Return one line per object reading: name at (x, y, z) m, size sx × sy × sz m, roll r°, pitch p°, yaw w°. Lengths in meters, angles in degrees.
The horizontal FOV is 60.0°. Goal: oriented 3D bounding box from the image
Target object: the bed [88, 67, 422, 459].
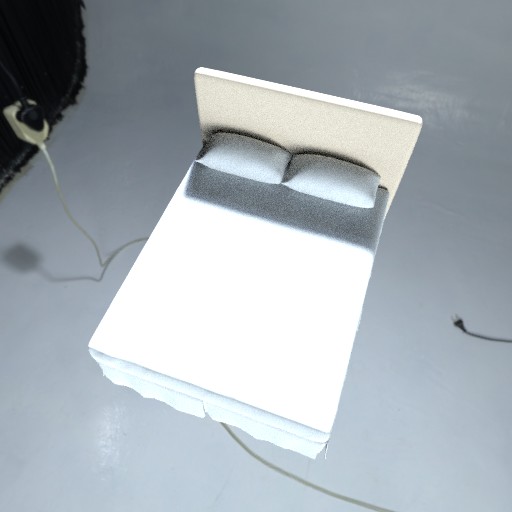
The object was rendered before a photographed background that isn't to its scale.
bed at (0.000, 0.000, 3.190) m, size 1.748 × 1.330 × 2.142 m, roll 17°, pitch 59°, yaw 10°
